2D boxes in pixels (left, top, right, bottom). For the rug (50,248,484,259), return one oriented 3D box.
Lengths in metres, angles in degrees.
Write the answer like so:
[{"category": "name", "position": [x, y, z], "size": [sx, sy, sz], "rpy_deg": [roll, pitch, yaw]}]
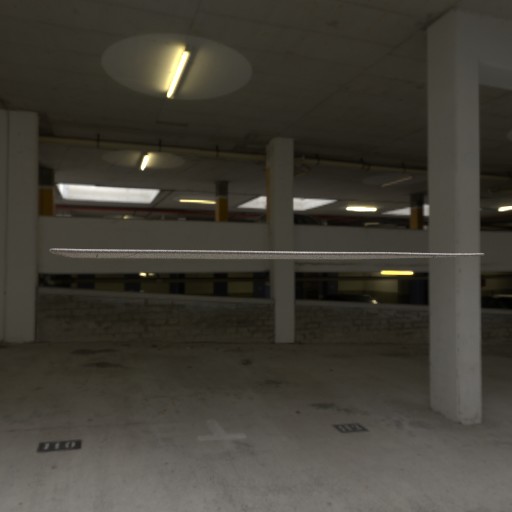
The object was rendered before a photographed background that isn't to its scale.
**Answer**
[{"category": "rug", "position": [0.000, 0.000, 3.065], "size": [2.459, 0.023, 1.575], "rpy_deg": [0, -1, -20]}]
